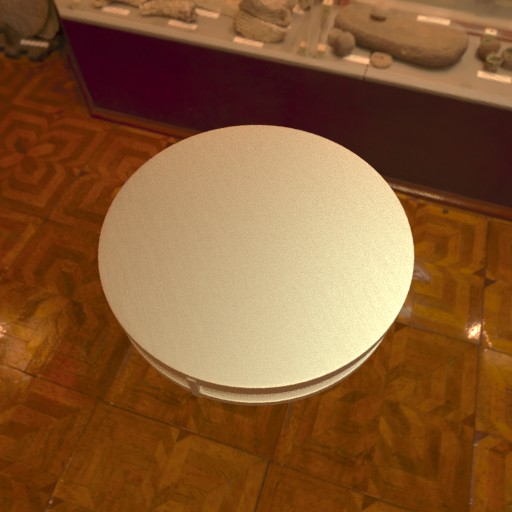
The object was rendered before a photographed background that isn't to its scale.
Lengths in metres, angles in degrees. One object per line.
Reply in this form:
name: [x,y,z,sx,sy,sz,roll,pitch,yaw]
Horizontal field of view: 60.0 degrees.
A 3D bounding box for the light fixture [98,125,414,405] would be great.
light fixture: [0.000,0.000,0.546,0.356,0.102,0.356,0,58,0]
